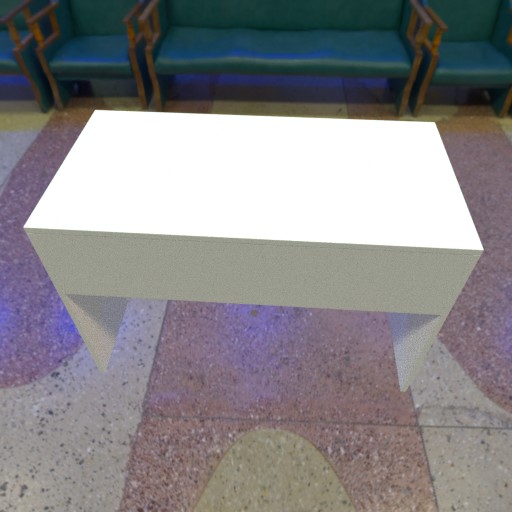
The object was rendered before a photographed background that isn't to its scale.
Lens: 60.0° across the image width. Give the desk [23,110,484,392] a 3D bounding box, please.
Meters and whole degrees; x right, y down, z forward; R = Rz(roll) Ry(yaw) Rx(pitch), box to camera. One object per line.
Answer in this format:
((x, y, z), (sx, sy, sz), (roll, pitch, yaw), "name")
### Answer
((0.000, 0.000, 1.512), (1.100, 0.730, 0.560), (3, 47, 3), "desk")
